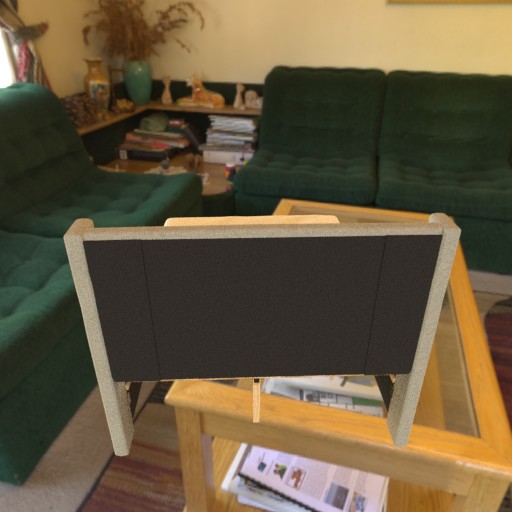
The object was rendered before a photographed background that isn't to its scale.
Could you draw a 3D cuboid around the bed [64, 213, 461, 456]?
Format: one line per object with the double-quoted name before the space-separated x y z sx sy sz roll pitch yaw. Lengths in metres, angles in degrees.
"bed" 0.000 0.000 3.286 1.774 1.491 2.222 -1 29 -2
